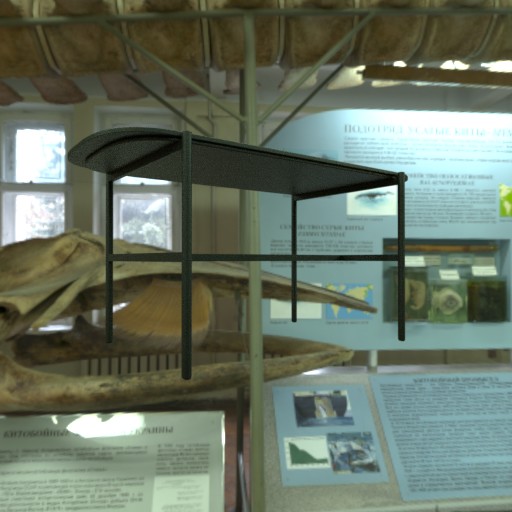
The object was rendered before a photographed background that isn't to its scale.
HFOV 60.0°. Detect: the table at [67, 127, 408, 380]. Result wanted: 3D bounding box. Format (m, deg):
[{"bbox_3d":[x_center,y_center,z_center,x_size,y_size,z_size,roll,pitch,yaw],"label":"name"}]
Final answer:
[{"bbox_3d":[0.000,0.000,1.033,0.800,0.400,0.400,0,-1,-36],"label":"table"}]
